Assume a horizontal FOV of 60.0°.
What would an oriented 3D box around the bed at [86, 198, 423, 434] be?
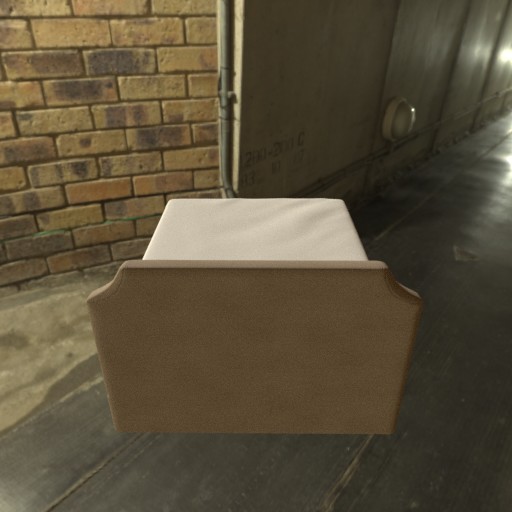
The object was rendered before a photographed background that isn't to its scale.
[{"bbox_3d":[0.000,0.000,3.641,1.977,1.293,2.498,0,30,0],"label":"bed"}]
